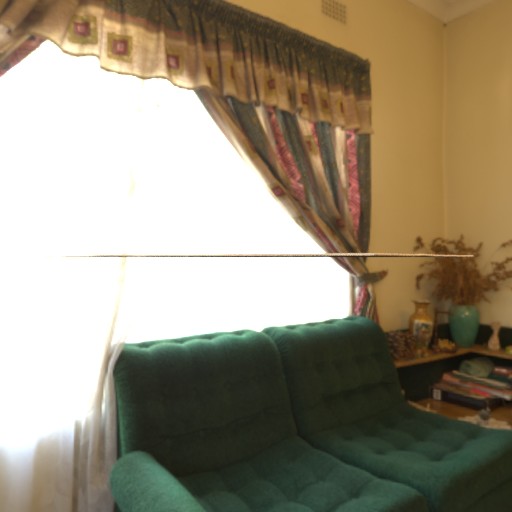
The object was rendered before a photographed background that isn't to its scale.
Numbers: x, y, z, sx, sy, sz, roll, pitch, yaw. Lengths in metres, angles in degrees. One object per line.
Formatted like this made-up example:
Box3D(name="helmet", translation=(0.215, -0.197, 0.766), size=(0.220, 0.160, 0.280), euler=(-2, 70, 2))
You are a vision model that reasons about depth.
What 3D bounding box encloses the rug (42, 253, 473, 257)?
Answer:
Box3D(name="rug", translation=(0.000, 0.000, 4.249), size=(3.357, 0.019, 2.449), euler=(0, 0, 37))
